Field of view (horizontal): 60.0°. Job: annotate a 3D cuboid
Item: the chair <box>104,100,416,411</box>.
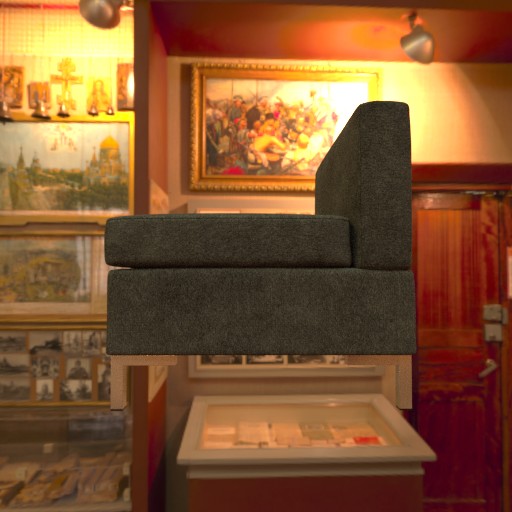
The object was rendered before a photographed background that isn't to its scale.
[{"bbox_3d":[0.000,0.000,1.258,0.680,0.660,0.680,0,-1,0],"label":"chair"}]
